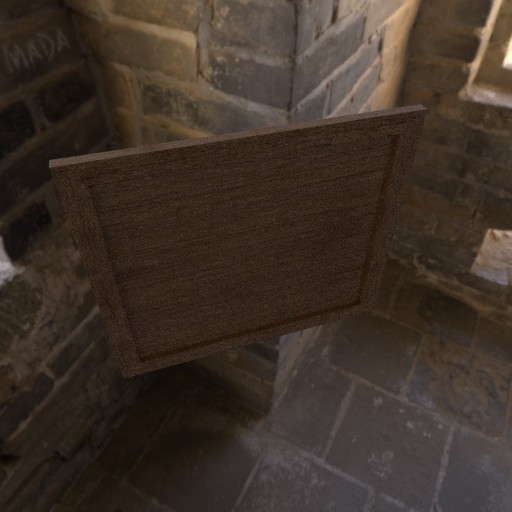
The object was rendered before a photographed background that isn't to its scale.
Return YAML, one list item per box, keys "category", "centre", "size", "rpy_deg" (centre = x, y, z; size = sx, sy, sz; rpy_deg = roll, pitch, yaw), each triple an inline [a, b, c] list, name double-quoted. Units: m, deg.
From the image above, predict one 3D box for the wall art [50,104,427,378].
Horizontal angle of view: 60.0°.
- category: "wall art"
  centre: [0.000, 0.000, 0.980]
  size: [0.690, 0.588, 0.026]
  rpy_deg: [-13, 43, -14]
